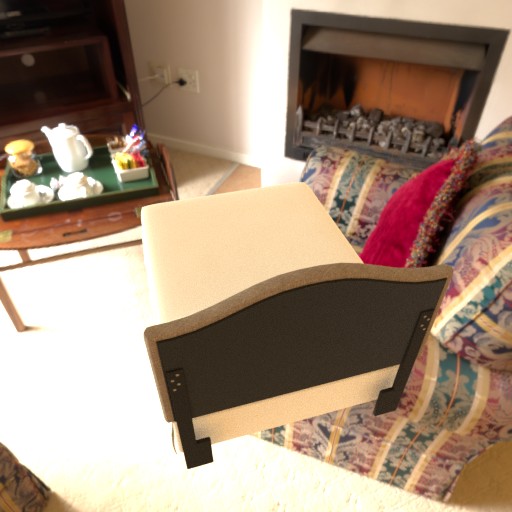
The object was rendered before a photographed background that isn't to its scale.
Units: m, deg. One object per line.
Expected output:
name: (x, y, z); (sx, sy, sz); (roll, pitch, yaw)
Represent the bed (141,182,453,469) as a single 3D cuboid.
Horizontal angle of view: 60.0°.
bed: (0.000, 0.000, 3.330); (1.713, 1.518, 2.153); (-11, 42, -12)
